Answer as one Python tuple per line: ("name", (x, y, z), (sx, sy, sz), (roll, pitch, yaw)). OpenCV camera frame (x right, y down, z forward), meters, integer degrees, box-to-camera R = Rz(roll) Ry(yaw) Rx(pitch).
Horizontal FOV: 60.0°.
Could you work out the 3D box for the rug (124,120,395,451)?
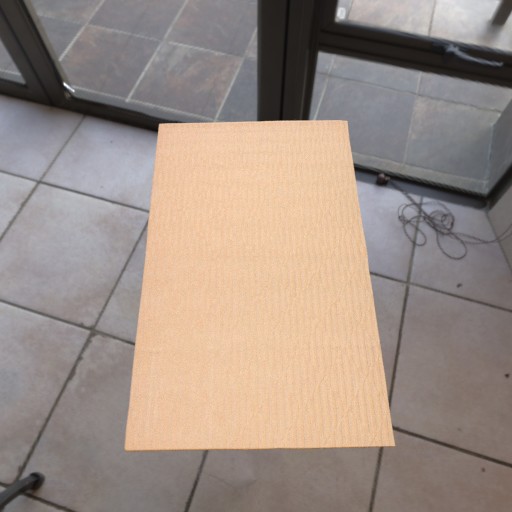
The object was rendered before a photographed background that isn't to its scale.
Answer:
("rug", (0.000, 0.000, 3.041), (1.531, 0.014, 2.441), (-1, 63, 0))
